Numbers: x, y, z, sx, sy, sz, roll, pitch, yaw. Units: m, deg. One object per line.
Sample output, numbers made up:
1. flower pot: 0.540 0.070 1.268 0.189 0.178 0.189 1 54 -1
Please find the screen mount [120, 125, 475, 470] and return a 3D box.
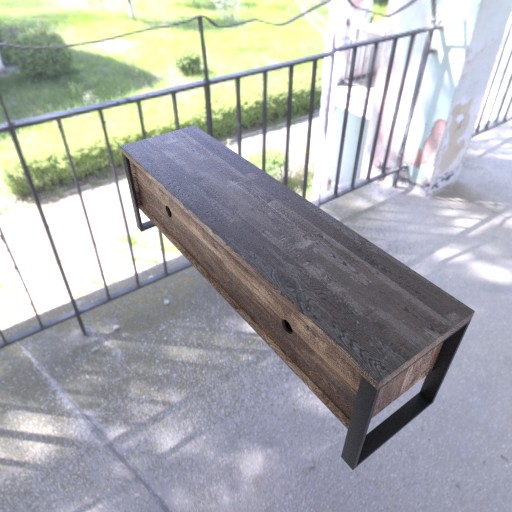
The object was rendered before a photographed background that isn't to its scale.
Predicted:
1. screen mount: 0.000 0.000 1.745 0.395 0.450 1.524 -25 46 -27
